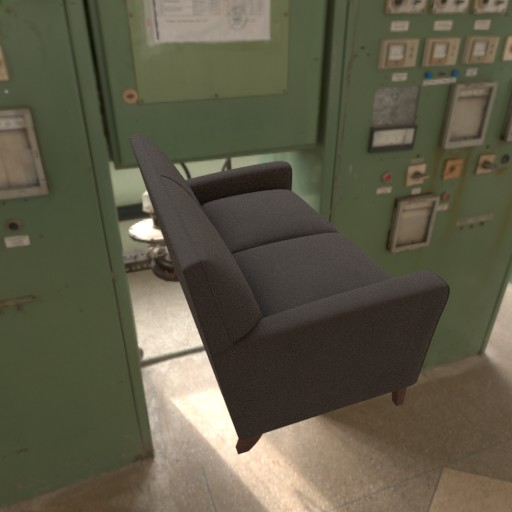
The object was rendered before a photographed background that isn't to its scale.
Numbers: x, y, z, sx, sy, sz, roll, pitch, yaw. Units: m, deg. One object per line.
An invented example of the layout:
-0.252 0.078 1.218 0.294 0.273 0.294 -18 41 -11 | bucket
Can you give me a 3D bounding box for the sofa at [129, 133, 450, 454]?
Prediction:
0.000 0.000 1.991 0.871 0.846 1.420 -10 31 -17 | sofa
